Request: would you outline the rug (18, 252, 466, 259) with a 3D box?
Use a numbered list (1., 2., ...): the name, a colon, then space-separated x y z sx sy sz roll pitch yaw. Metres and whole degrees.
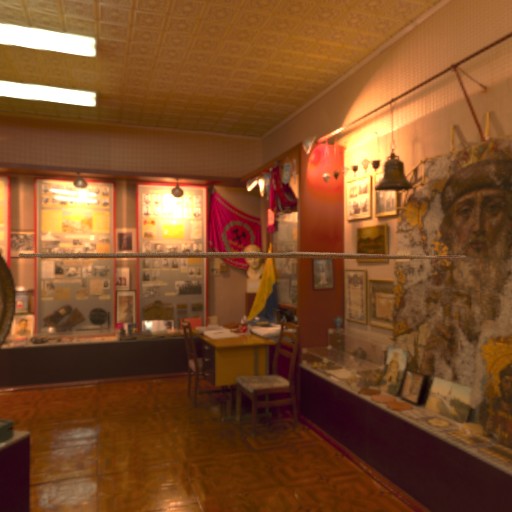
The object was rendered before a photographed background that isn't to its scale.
1. rug: 0.000 0.000 2.518 2.320 0.032 0.692 0 -1 -18
